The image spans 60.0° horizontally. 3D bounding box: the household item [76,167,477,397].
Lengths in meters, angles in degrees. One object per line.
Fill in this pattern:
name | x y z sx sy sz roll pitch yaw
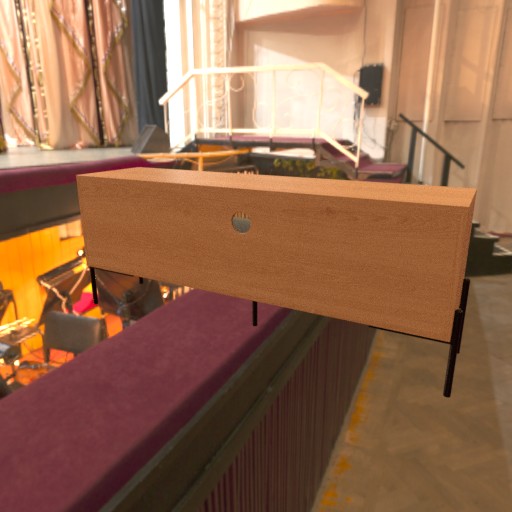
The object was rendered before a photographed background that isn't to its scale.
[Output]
household item | 0.000 0.000 1.779 1.550 0.600 0.400 9 19 27
